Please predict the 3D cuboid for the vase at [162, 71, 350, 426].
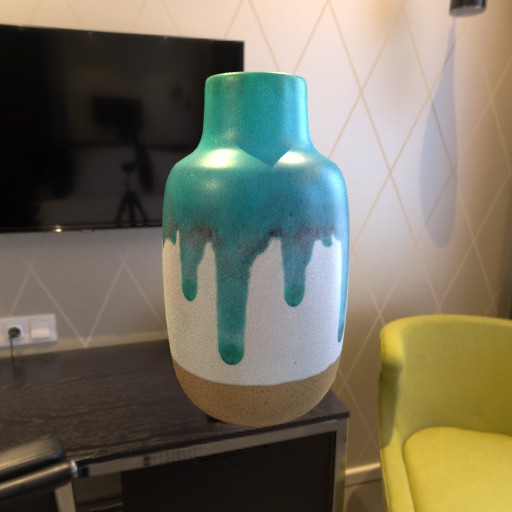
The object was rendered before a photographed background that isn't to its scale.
[{"bbox_3d":[0.000,0.000,0.256,0.106,0.192,0.106,0,14,0],"label":"vase"}]
